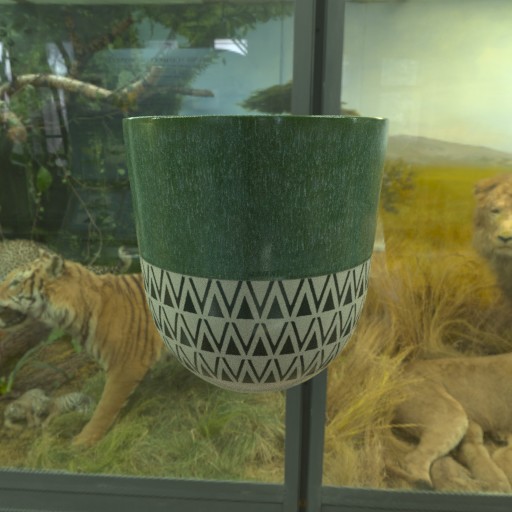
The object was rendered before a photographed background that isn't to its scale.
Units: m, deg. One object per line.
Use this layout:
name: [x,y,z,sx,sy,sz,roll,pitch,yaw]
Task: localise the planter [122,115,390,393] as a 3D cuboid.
planter: [0.000,0.000,0.364,0.195,0.214,0.195,0,16,0]
